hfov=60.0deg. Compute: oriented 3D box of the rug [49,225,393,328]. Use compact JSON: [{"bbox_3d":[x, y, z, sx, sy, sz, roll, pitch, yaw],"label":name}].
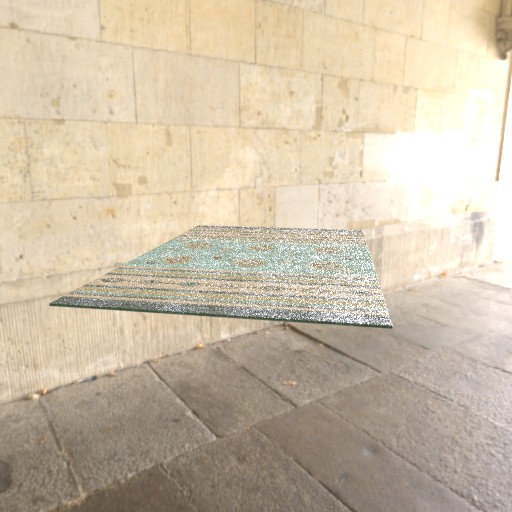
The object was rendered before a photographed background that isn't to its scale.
[{"bbox_3d":[0.000,0.000,2.384,1.212,0.010,1.811,2,13,10],"label":"rug"}]
